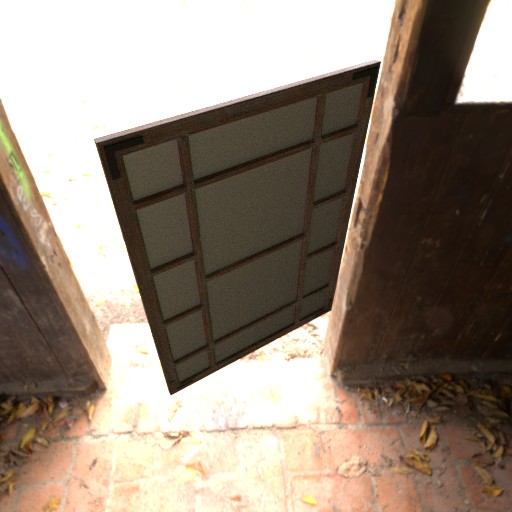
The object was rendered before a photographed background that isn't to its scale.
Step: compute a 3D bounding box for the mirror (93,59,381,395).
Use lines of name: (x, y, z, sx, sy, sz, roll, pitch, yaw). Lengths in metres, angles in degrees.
mirror: (0.000, 0.000, 1.311, 0.705, 0.996, 0.025, -24, 50, -21)
